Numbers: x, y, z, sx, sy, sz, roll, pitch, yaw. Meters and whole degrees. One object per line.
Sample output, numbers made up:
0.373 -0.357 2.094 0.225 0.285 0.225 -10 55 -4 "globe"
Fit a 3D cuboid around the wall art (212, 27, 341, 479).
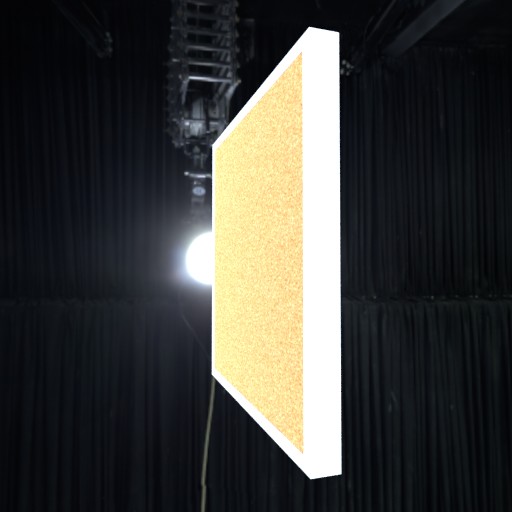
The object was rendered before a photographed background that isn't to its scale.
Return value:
0.000 0.000 0.742 0.038 0.505 0.506 1 -2 -18 "wall art"
